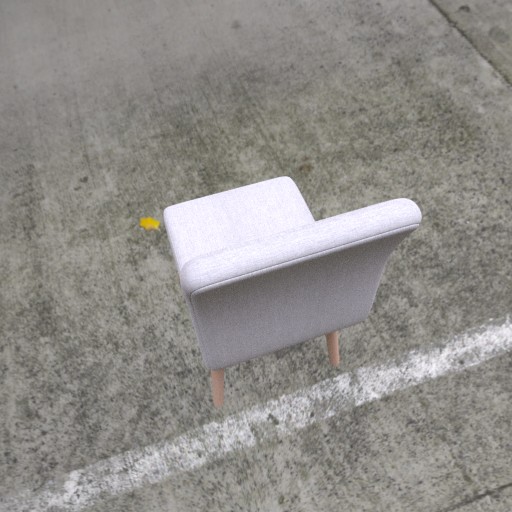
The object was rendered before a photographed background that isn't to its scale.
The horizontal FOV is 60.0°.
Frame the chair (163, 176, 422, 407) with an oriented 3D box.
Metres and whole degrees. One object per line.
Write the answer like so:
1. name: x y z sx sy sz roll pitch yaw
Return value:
1. chair: 0.000 0.000 1.174 0.435 0.885 0.550 -16 60 -10
